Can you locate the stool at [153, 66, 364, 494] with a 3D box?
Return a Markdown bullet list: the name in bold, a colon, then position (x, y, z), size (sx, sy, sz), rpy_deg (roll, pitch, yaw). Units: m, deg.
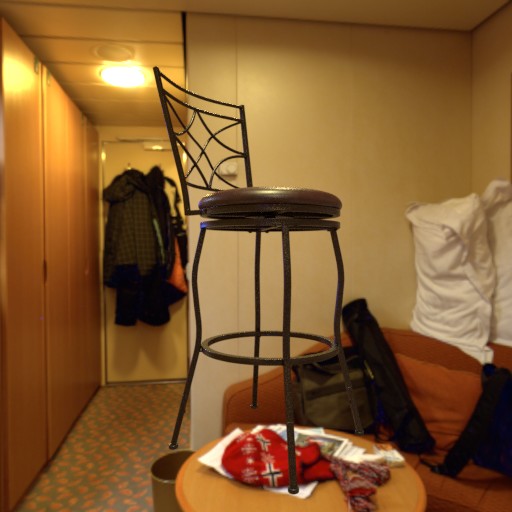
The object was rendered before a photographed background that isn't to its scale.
- **stool**: position (0.000, 0.000, 1.363), size (0.534, 1.117, 0.434), rpy_deg (0, 1, 35)
